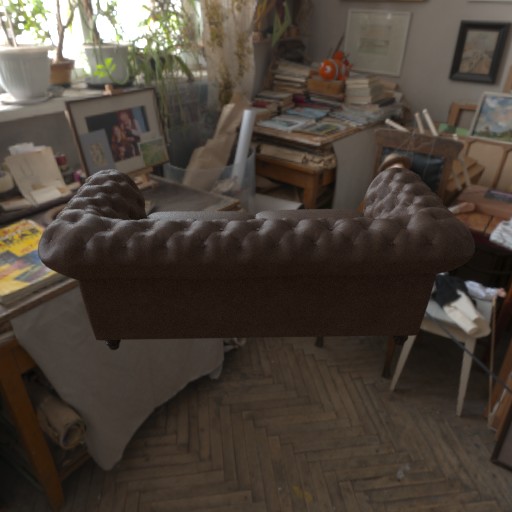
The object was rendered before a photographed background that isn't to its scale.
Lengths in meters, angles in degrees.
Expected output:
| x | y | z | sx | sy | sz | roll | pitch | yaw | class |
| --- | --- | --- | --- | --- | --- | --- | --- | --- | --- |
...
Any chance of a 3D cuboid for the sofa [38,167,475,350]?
| x | y | z | sx | sy | sz | roll | pitch | yaw | class |
| --- | --- | --- | --- | --- | --- | --- | --- | --- | --- |
| 0.000 | 0.000 | 2.509 | 2.048 | 0.784 | 0.955 | -1 | 30 | -1 | sofa |
